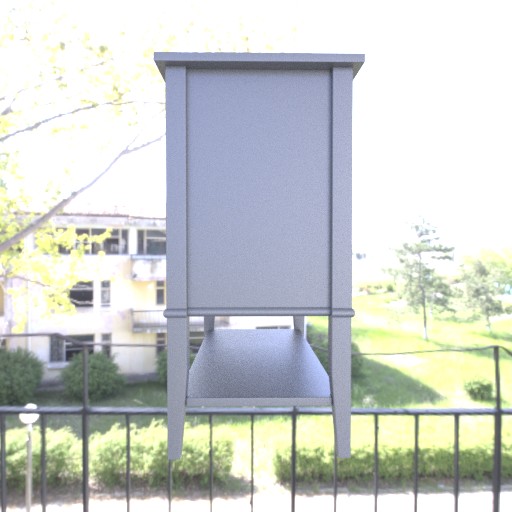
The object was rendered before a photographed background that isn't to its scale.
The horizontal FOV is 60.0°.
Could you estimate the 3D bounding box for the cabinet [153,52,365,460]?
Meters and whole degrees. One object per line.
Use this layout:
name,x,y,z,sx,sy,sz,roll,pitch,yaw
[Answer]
cabinet,0.000,0.000,1.236,0.396,0.780,0.801,0,1,-1
